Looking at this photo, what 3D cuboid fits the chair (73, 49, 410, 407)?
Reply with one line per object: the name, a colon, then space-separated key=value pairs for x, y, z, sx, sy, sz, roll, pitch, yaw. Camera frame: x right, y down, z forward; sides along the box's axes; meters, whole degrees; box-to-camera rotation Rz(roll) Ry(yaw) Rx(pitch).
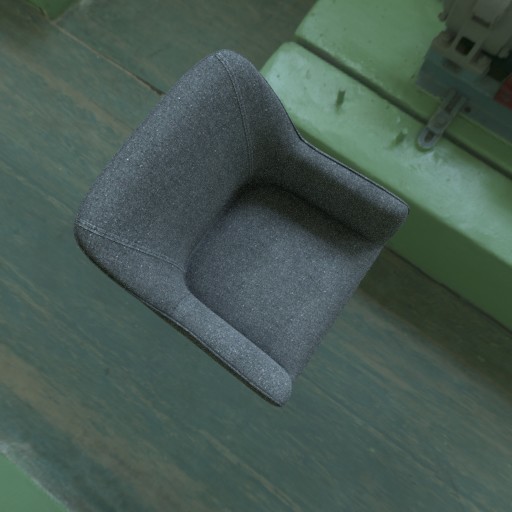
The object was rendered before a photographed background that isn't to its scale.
chair: x=0.000 y=0.000 z=1.141 sx=0.519 sy=0.803 sz=0.543 roll=34 pitch=79 yaw=8
